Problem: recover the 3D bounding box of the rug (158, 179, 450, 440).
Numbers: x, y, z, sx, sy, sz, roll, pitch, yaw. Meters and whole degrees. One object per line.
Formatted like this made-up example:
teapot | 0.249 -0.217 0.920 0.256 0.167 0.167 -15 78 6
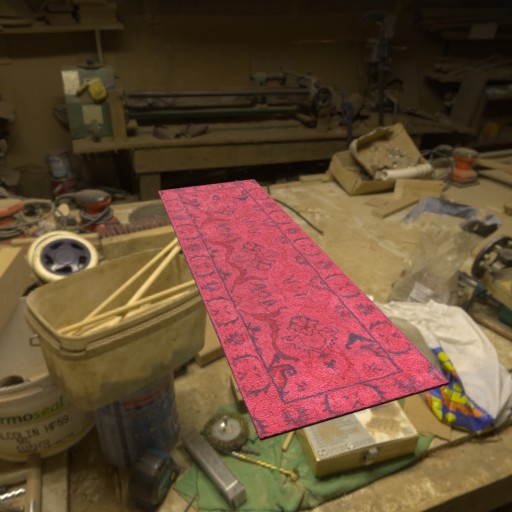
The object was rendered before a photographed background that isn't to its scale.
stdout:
rug | 0.000 0.000 2.662 0.813 0.018 2.439 -10 32 -16
